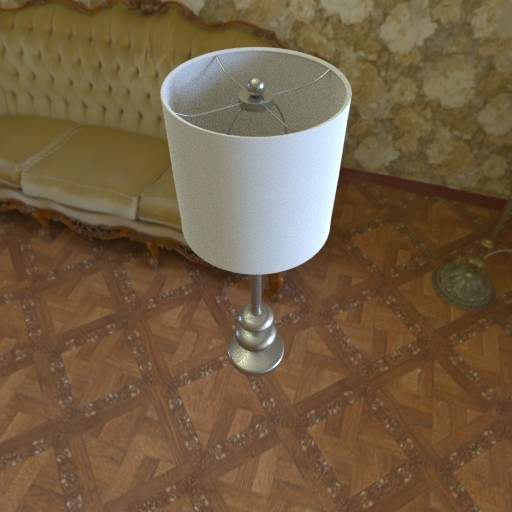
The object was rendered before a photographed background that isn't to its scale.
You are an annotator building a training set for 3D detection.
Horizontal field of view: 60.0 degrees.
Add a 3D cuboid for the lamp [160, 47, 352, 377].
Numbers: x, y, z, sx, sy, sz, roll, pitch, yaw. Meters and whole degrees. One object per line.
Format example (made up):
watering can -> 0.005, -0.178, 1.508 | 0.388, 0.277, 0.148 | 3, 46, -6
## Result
lamp -> 0.000, 0.000, 0.835 | 0.254, 0.690, 0.254 | -22, 51, -20
